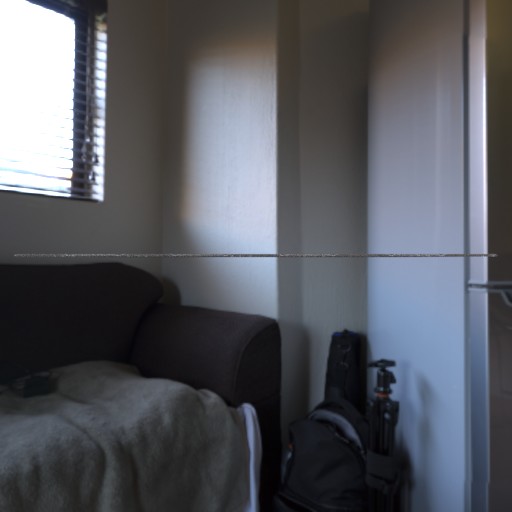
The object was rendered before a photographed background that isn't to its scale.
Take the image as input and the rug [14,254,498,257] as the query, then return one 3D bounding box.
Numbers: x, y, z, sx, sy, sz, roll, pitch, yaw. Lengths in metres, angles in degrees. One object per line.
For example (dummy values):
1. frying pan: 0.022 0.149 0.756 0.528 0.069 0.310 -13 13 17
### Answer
1. rug: 0.000 0.000 3.013 2.457 0.012 1.541 0 0 1
